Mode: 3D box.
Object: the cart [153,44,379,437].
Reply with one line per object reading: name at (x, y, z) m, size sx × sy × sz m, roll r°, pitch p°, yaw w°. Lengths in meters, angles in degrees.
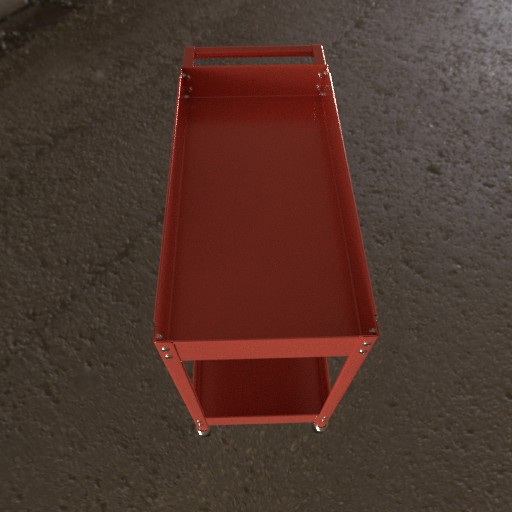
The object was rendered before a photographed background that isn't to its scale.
cart at (0.000, 0.000, 1.159) m, size 0.366 × 0.719 × 0.779 m, roll -1°, pitch 57°, yaw -1°
